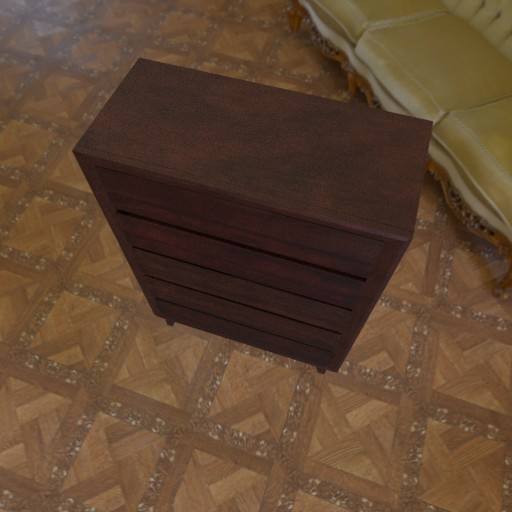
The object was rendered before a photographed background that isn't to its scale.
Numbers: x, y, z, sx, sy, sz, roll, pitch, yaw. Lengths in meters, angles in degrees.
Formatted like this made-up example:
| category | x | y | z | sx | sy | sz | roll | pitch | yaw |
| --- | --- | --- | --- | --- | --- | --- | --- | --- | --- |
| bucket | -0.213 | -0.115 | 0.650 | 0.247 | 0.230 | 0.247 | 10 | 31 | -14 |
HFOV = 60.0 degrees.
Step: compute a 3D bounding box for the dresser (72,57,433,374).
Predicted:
| category | x | y | z | sx | sy | sz | roll | pitch | yaw |
| --- | --- | --- | --- | --- | --- | --- | --- | --- | --- |
| dresser | 0.000 | 0.000 | 2.084 | 1.072 | 1.514 | 0.506 | 16 | 61 | 9 |
